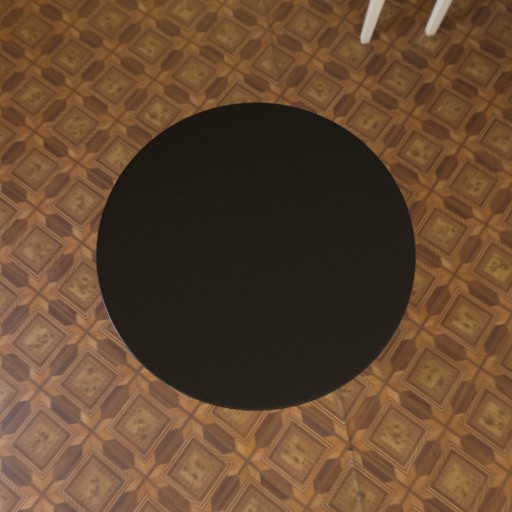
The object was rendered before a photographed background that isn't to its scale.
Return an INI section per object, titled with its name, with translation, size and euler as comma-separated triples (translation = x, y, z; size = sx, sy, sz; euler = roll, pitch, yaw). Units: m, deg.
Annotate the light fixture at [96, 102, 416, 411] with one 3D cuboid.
[light fixture]
translation = 0.000, 0.000, 0.435
size = 0.283, 0.097, 0.283
euler = 0, 75, 0
